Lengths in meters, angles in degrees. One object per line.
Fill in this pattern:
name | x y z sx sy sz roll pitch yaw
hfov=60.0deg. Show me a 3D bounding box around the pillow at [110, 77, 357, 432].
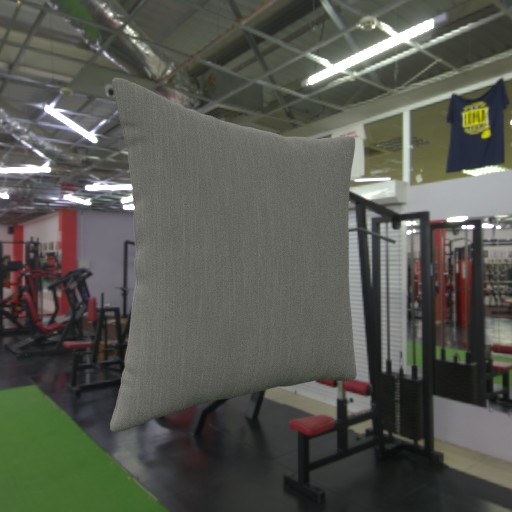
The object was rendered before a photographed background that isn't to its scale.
pillow | 0.000 0.000 0.782 0.511 0.509 0.161 1 -2 -36
